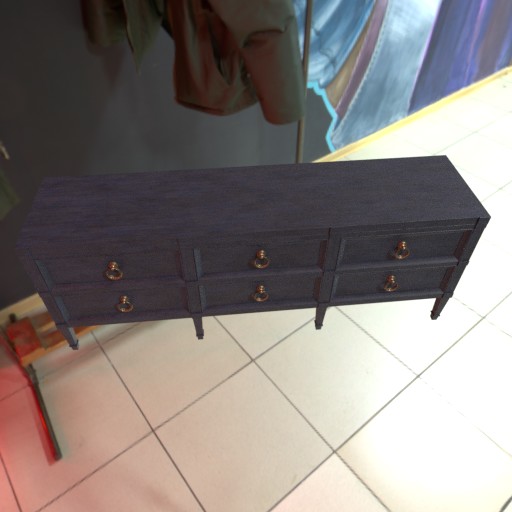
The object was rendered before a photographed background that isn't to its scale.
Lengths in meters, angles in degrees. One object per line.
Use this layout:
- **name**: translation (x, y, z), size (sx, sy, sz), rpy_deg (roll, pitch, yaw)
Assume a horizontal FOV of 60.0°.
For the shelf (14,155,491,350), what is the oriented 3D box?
- **shelf**: translation (0.000, 0.000, 2.148), size (1.878, 0.715, 0.471), rpy_deg (-4, 45, -4)
